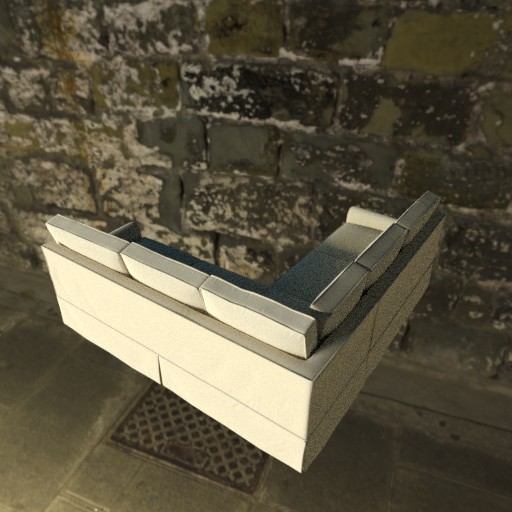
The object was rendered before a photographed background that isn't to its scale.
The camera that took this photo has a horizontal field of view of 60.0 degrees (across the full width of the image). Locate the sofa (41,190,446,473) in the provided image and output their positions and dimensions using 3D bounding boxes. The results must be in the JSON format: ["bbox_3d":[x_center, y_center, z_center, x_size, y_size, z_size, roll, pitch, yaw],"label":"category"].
[{"bbox_3d":[0.000,0.000,4.065,2.597,1.070,2.591,20,37,30],"label":"sofa"}]
